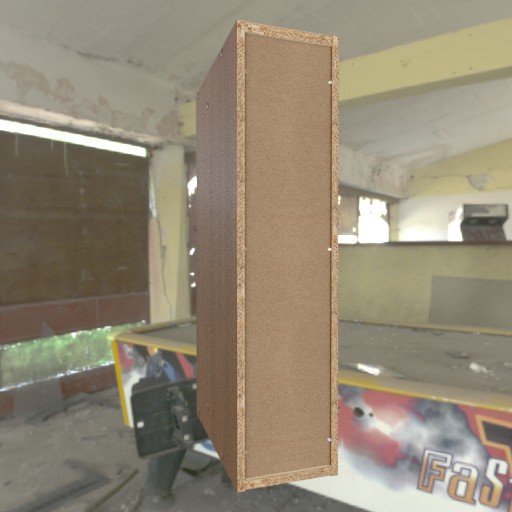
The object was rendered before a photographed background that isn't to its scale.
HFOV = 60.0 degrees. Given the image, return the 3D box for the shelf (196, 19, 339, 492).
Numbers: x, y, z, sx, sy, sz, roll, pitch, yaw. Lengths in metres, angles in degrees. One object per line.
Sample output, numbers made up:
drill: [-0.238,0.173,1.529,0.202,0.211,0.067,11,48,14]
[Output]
shelf: [0.000,0.000,0.721,0.147,0.600,0.290,0,1,-18]
